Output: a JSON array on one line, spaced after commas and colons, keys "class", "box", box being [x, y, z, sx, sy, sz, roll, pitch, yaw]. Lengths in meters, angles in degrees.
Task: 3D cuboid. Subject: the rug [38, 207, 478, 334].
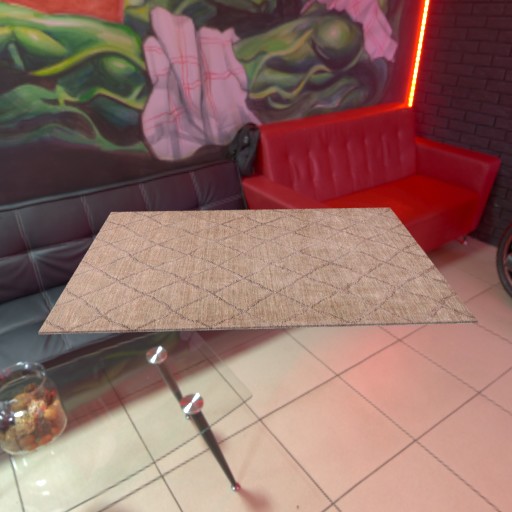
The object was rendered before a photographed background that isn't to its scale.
[{"class": "rug", "box": [0.000, 0.000, 2.958, 2.280, 0.015, 1.521, -1, 29, -2]}]
